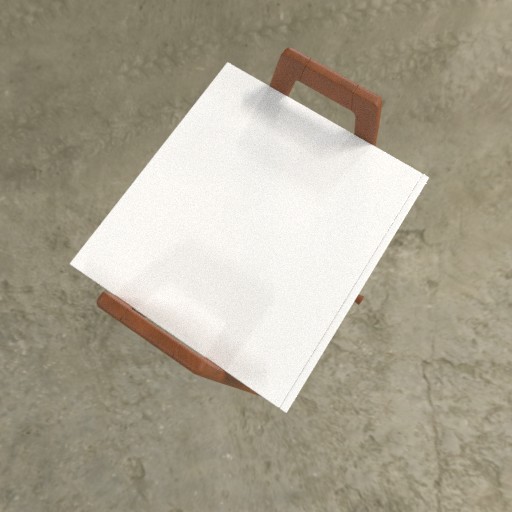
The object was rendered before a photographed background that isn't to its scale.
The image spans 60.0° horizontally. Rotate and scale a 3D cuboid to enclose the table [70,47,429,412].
[{"bbox_3d":[0.000,0.000,0.880,0.405,0.610,0.457,33,78,8],"label":"table"}]
